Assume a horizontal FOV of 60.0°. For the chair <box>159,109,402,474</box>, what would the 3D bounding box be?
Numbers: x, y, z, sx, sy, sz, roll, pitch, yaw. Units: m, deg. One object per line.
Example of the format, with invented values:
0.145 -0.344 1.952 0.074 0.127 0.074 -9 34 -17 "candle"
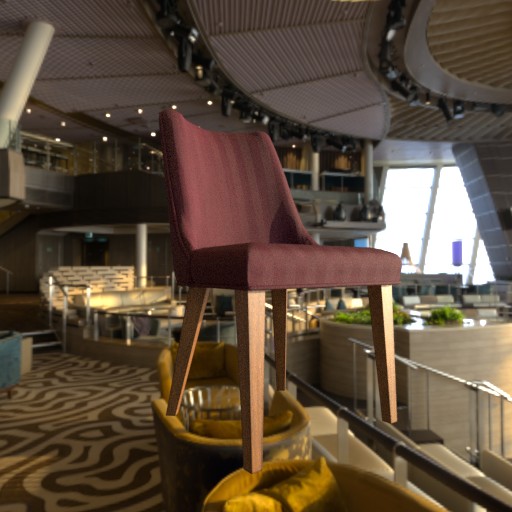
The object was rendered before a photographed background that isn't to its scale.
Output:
0.000 0.000 1.320 0.548 0.916 0.638 1 -2 -38 "chair"
